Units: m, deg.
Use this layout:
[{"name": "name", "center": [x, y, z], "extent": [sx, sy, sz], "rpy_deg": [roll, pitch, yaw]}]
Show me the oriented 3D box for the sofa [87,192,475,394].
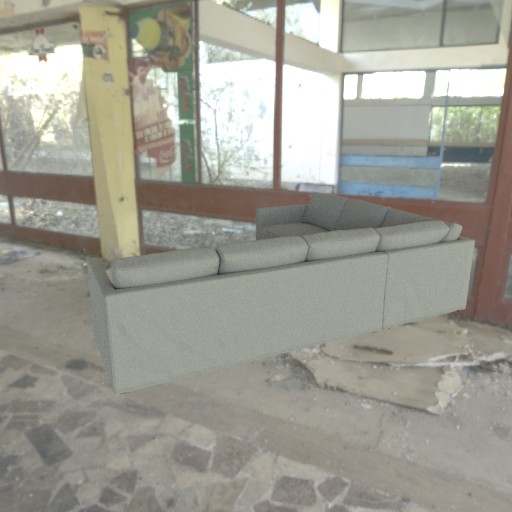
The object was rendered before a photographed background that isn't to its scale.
[{"name": "sofa", "center": [0.000, 0.000, 4.365], "extent": [3.182, 0.871, 2.432], "rpy_deg": [-7, 17, -25]}]
